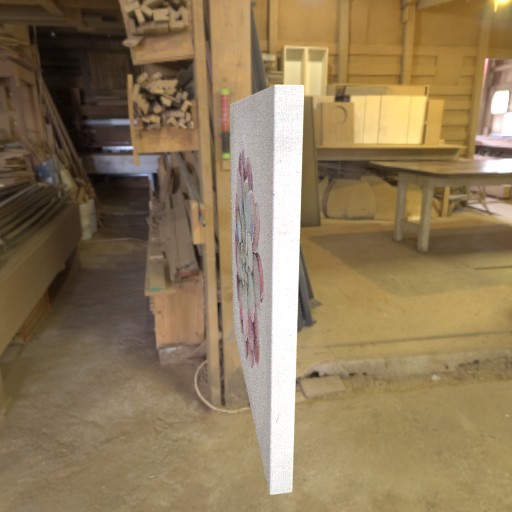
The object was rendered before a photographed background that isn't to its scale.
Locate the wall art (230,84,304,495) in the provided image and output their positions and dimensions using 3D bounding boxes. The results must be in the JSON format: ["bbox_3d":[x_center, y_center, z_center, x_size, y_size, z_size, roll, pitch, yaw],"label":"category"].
[{"bbox_3d":[0.000,0.000,0.900,0.044,0.605,0.605,-2,17,-8],"label":"wall art"}]
